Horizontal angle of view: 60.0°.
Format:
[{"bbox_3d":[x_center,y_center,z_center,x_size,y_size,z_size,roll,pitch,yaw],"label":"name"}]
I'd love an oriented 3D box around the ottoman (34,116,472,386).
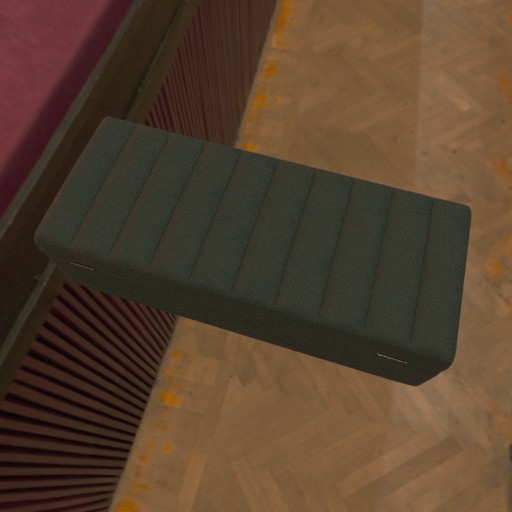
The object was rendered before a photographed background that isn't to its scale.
[{"bbox_3d":[0.000,0.000,1.412,1.151,0.469,0.482,16,65,7],"label":"ottoman"}]
